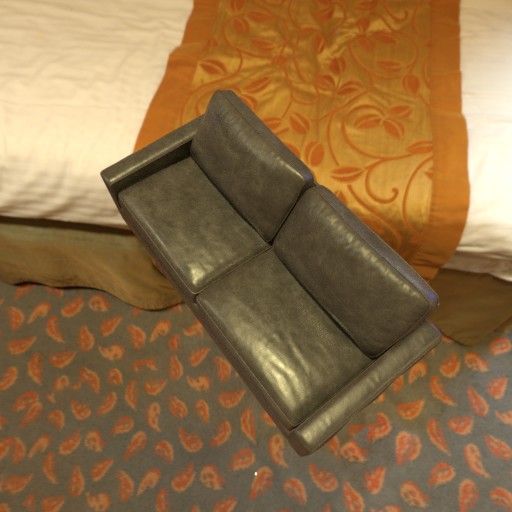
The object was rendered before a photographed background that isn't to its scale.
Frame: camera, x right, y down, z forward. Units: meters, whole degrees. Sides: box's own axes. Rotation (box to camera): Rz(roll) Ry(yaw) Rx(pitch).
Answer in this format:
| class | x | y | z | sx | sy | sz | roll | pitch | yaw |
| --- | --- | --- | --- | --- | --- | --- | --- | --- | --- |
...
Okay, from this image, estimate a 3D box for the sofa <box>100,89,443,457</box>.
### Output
| class | x | y | z | sx | sy | sz | roll | pitch | yaw |
| --- | --- | --- | --- | --- | --- | --- | --- | --- | --- |
| sofa | 0.000 | 0.000 | 2.663 | 0.939 | 0.916 | 2.081 | -35 | 69 | -16 |
